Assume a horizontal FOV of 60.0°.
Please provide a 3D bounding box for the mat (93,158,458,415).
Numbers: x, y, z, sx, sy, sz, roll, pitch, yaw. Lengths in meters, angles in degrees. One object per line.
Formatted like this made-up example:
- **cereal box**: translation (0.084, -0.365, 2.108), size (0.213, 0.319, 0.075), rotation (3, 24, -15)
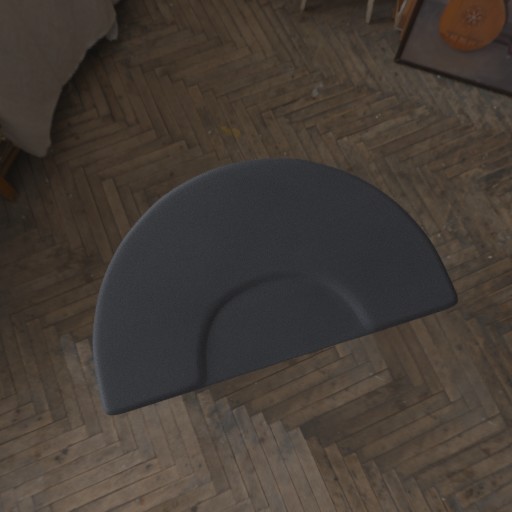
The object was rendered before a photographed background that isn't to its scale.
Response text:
- **mat**: translation (0.000, 0.000, 1.913), size (1.525, 0.022, 0.917), rotation (-17, 75, -5)
